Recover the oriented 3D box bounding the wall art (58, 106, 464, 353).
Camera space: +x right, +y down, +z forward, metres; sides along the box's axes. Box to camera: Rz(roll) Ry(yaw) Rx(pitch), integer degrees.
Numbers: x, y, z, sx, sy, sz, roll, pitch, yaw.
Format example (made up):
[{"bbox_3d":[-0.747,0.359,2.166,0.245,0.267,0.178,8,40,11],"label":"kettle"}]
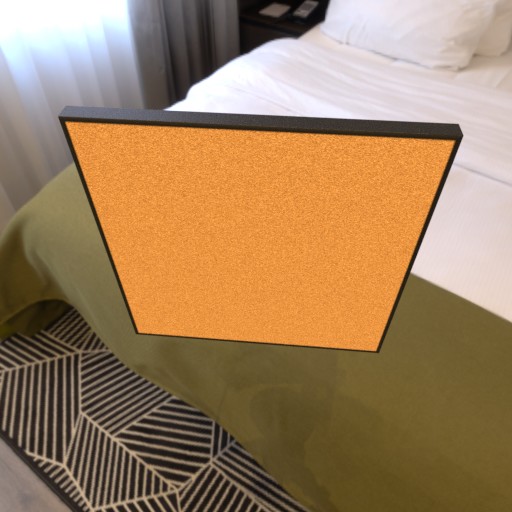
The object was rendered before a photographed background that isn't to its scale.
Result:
[{"bbox_3d":[0.000,0.000,1.131,0.769,0.766,0.042,4,47,3],"label":"wall art"}]
